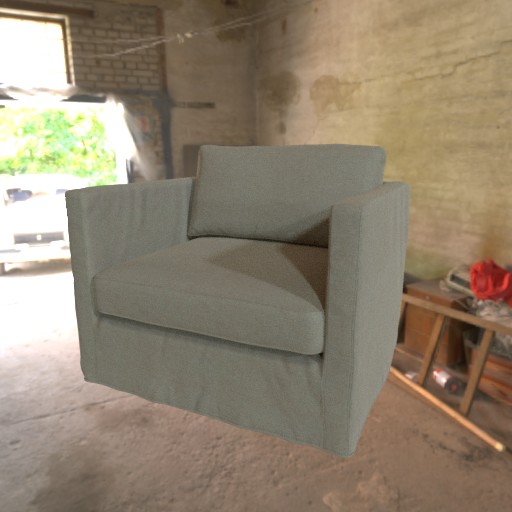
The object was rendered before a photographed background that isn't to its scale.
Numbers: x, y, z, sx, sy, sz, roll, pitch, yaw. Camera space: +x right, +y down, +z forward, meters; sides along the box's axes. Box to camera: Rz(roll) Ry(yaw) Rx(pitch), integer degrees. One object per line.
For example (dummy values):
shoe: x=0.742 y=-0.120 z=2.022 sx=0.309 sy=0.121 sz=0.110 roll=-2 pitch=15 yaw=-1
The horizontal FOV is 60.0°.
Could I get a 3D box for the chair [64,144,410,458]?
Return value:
chair: x=0.000 y=0.000 z=1.752 sx=1.057 sy=0.863 sz=0.949 roll=6 pitch=15 yaw=25
